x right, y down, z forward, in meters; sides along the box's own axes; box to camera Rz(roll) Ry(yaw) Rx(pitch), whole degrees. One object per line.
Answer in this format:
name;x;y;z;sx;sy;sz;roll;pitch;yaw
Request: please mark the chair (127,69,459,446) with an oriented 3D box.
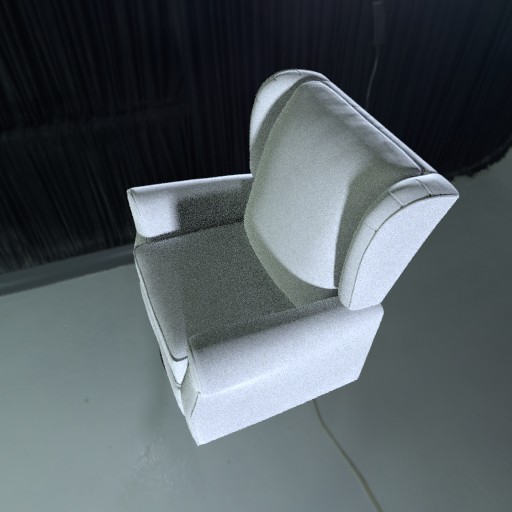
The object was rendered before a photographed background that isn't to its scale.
chair;0.000;0.000;1.618;0.854;0.967;0.906;-18;50;-16
